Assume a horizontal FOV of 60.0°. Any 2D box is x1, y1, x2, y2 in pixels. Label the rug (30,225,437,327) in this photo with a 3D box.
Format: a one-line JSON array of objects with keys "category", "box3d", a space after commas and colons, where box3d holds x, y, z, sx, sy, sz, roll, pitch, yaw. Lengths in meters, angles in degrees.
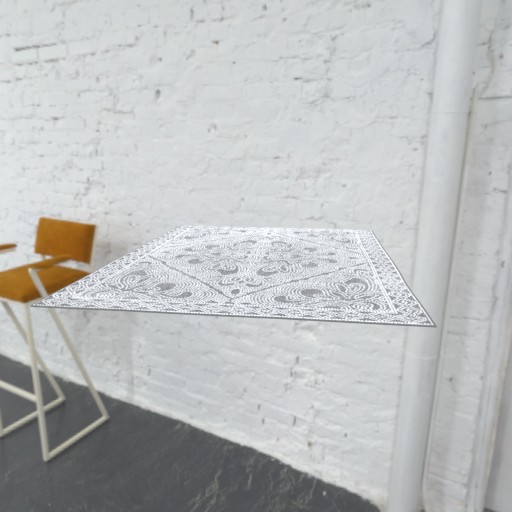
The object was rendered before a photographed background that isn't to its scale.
[{"category": "rug", "box3d": [0.000, 0.000, 4.043, 2.438, 0.012, 3.048, 2, 14, 8]}]
